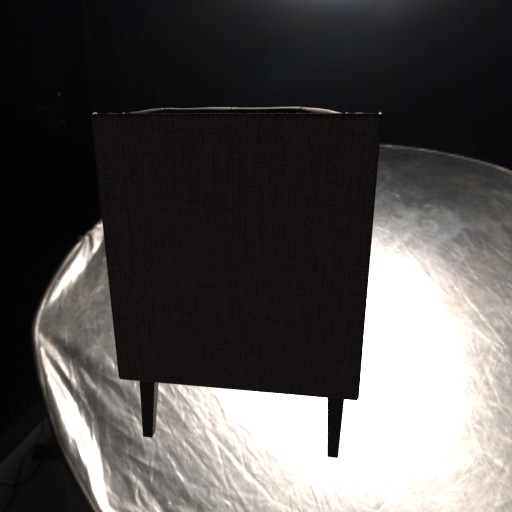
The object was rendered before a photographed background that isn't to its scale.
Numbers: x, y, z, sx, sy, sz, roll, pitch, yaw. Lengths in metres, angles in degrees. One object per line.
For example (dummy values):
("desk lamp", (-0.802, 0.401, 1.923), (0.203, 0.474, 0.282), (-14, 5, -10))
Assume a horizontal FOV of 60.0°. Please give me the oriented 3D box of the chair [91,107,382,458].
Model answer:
("chair", (0.000, 0.000, 1.422), (0.655, 0.891, 0.771), (3, 18, 8))
